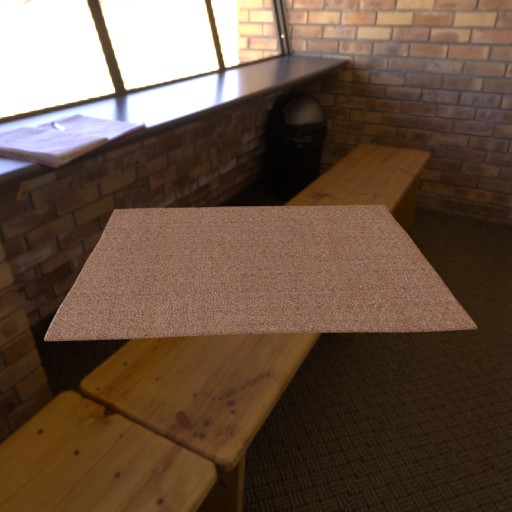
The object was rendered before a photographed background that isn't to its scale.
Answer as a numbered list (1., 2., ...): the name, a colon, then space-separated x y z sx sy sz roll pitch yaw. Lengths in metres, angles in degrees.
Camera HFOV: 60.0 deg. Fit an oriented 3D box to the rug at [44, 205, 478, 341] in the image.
1. rug: 0.000 0.000 2.827 2.141 0.013 1.566 -2 30 -3
